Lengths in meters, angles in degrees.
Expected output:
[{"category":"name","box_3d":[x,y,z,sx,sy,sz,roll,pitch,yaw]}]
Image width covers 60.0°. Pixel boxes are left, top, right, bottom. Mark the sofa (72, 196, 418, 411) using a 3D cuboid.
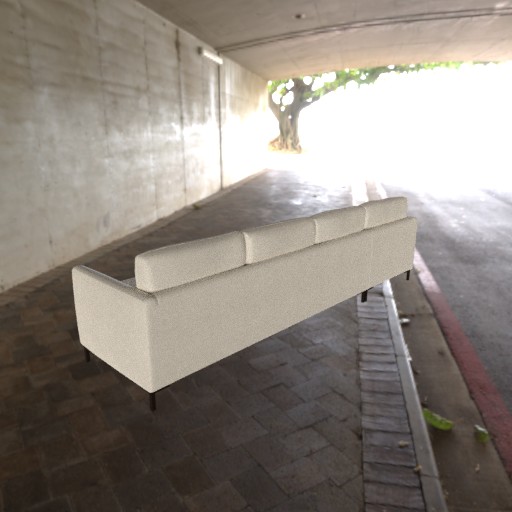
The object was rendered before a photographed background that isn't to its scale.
[{"category":"sofa","box_3d":[0.000,0.000,3.857,1.467,0.875,3.186,15,22,42]}]
